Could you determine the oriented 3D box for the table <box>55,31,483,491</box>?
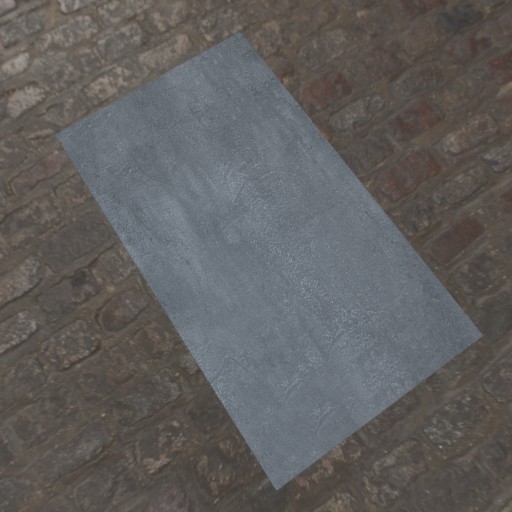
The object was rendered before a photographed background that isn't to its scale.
[{"bbox_3d":[0.000,0.000,0.919,0.400,0.350,0.700,-33,77,-8],"label":"table"}]
